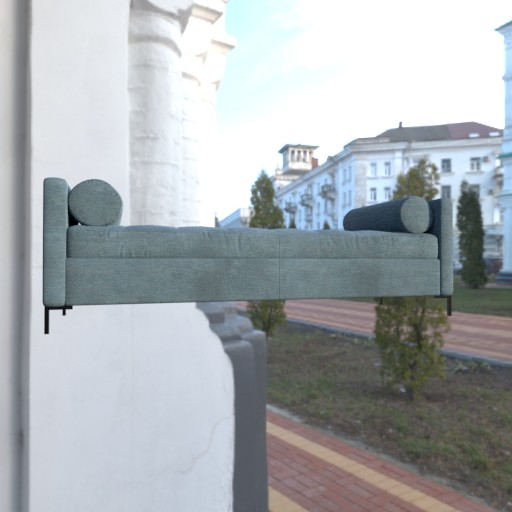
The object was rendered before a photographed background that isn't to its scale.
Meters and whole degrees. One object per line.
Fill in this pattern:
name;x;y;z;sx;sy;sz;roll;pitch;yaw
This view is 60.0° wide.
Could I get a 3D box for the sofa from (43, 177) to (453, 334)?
sofa;0.000;0.000;2.364;1.981;0.635;0.686;0;-1;-18
